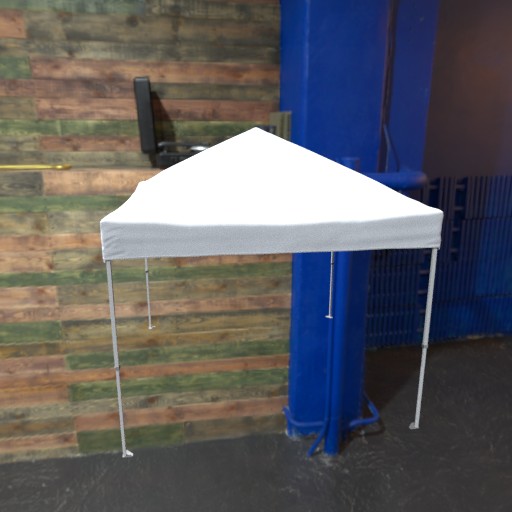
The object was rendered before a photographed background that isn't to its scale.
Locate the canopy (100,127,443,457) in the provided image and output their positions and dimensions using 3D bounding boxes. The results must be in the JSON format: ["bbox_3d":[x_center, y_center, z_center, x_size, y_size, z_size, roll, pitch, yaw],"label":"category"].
[{"bbox_3d":[0.000,0.000,5.379,2.996,2.997,2.998,-2,15,-8],"label":"canopy"}]
